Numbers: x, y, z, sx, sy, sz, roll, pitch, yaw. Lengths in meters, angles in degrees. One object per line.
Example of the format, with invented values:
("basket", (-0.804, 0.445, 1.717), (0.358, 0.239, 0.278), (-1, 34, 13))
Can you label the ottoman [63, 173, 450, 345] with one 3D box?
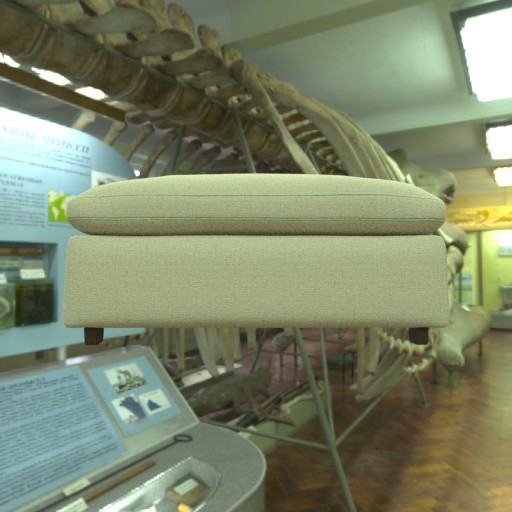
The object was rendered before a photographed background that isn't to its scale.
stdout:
("ottoman", (0.000, 0.000, 1.551), (0.977, 0.467, 0.996), (0, -1, 0))
